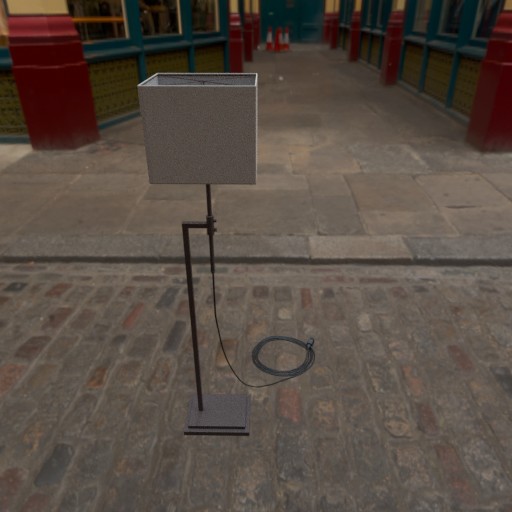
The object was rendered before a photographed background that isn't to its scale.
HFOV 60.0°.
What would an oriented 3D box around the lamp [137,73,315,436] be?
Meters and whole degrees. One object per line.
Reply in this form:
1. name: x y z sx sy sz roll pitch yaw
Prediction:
1. lamp: 0.000 0.000 2.049 0.698 1.600 0.774 0 29 1
